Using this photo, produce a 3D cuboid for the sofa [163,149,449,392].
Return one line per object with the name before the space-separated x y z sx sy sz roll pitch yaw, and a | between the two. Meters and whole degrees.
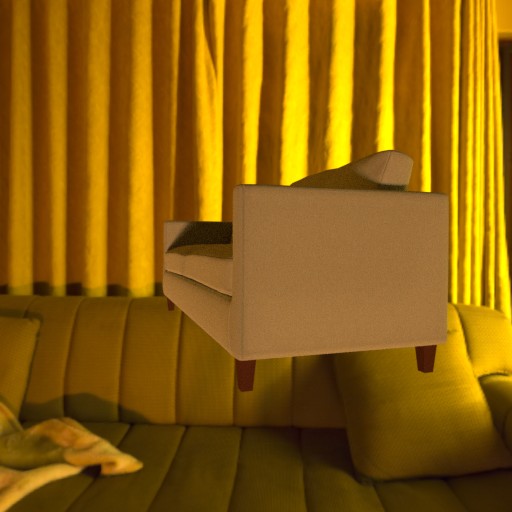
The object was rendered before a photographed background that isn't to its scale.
sofa | 0.000 0.000 2.851 0.948 0.965 2.434 0 1 -18
